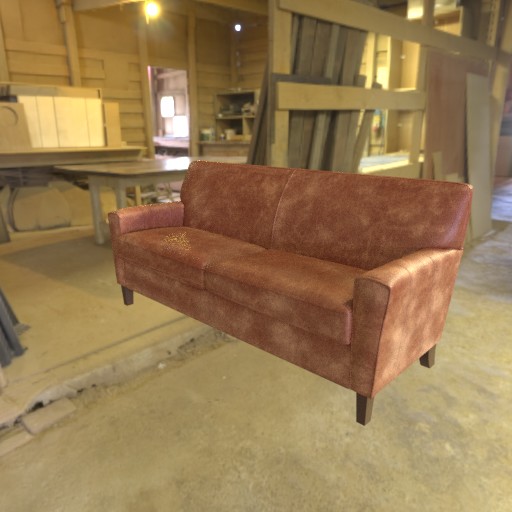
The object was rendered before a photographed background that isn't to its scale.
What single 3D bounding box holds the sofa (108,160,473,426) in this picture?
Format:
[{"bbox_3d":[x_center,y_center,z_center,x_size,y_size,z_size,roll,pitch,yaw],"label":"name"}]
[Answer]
[{"bbox_3d":[0.000,0.000,2.578,2.053,0.947,0.805,15,22,41],"label":"sofa"}]
